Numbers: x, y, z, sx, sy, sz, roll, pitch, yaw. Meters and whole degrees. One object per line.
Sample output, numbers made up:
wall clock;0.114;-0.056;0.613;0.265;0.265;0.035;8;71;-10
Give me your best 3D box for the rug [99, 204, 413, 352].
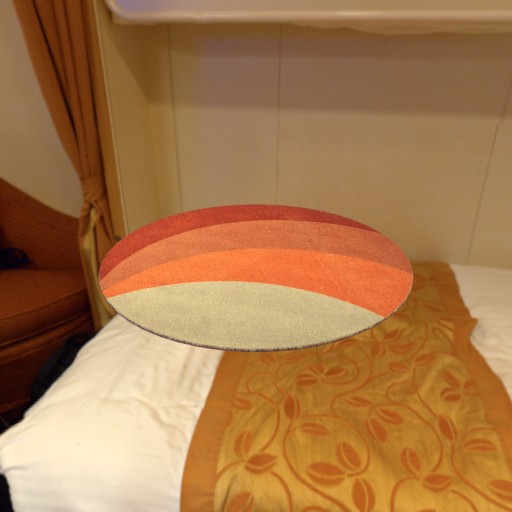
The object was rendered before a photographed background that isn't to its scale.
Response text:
rug;0.000;0.000;2.240;1.514;0.015;1.514;0;26;0
